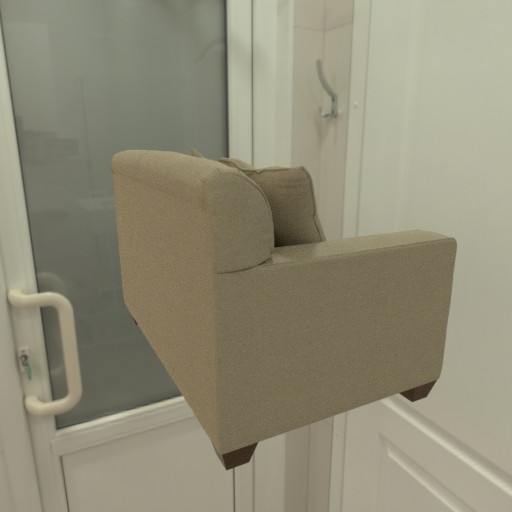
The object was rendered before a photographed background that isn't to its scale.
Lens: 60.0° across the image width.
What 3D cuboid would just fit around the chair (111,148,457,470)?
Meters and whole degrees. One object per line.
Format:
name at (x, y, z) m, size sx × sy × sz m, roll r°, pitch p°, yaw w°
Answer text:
chair at (0.000, 0.000, 2.006) m, size 1.000 × 0.948 × 1.383 m, roll -8°, pitch 17°, yaw -26°
